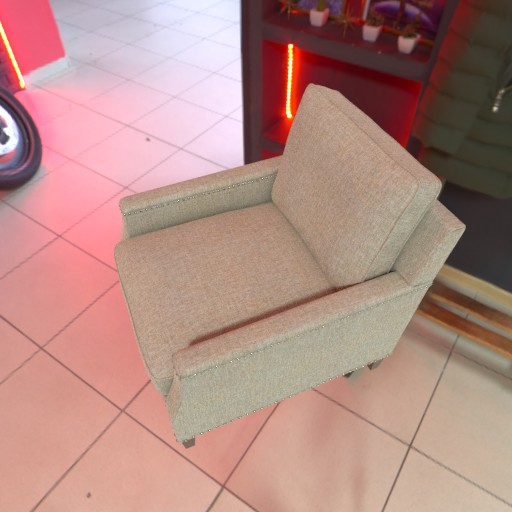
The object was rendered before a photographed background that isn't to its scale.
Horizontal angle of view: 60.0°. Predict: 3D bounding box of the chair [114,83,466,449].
[{"bbox_3d":[0.000,0.000,1.683,1.014,0.943,0.853,-18,50,-16],"label":"chair"}]
